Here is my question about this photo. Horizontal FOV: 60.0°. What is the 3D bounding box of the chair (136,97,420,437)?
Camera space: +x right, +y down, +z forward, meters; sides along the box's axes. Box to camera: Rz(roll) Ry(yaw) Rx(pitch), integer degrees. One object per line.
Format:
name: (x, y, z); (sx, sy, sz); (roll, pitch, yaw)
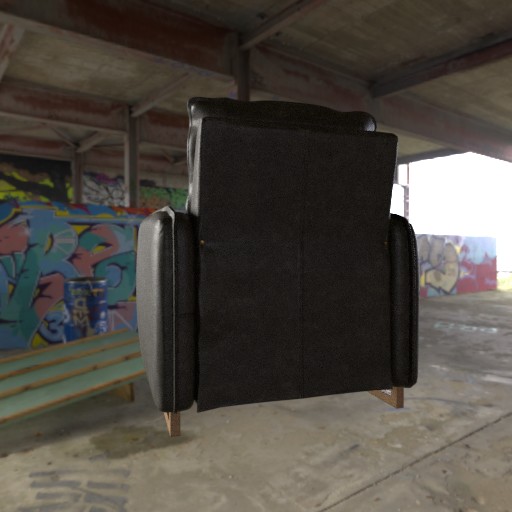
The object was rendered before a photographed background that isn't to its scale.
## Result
chair: (0.000, 0.000, 1.617); (0.830, 0.921, 0.921); (0, 1, -17)
